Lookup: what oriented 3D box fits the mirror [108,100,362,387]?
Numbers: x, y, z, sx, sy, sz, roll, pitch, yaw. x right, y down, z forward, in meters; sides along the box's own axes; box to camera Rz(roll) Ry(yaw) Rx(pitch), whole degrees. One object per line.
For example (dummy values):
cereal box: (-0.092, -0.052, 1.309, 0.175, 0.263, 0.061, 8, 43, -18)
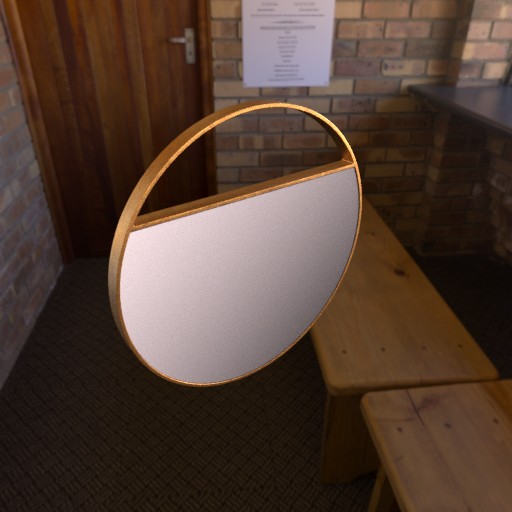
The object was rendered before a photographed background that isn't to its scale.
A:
mirror: (0.000, 0.000, 0.850, 0.565, 0.565, 0.032, -21, 36, -32)
